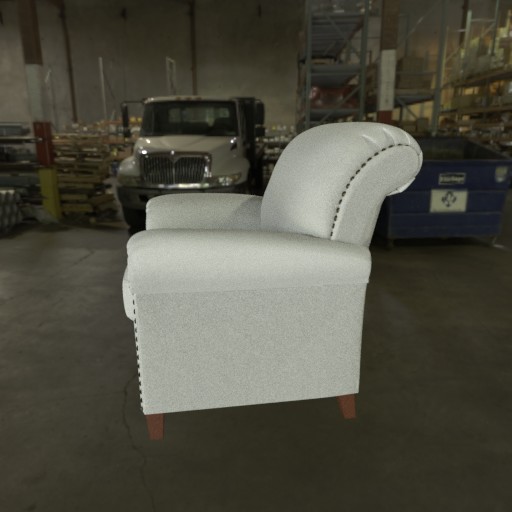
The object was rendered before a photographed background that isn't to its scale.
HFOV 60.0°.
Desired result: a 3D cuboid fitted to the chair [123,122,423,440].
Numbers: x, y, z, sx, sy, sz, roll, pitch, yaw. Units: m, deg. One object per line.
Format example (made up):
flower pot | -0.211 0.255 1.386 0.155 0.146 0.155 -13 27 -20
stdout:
chair | 0.000 0.000 1.605 0.890 0.927 0.854 -2 16 -9
